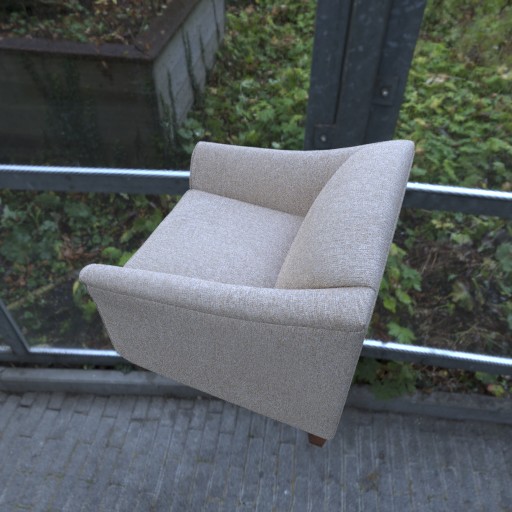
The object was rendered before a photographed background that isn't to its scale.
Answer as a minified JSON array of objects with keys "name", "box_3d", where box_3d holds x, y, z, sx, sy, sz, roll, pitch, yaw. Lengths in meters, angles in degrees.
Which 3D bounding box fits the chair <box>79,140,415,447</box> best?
[{"name":"chair","box_3d":[0.000,0.000,1.450,0.787,0.839,0.763,16,48,15]}]
